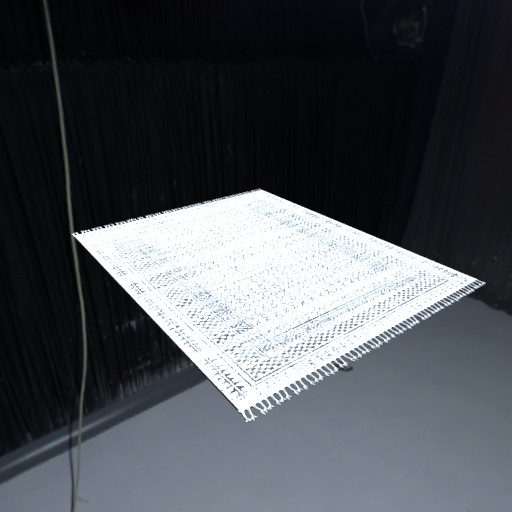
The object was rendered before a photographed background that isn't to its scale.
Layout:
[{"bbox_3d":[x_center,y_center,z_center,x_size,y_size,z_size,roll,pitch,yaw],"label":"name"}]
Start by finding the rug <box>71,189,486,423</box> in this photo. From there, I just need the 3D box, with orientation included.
[{"bbox_3d":[0.000,0.000,3.870,2.312,0.013,2.940,-19,32,-32],"label":"rug"}]
